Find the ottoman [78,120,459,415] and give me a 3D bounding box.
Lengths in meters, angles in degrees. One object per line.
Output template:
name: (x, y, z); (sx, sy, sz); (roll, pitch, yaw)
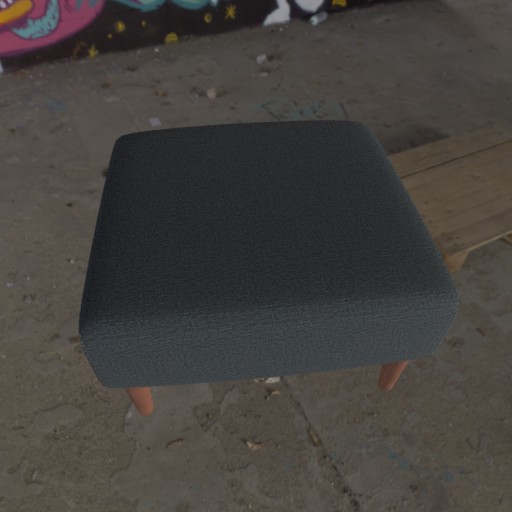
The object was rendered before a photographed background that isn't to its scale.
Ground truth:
ottoman: (0.000, 0.000, 1.051); (0.650, 0.398, 0.649); (-4, 46, -4)
